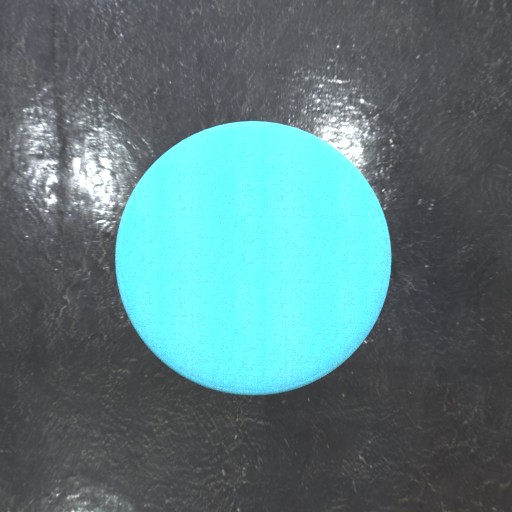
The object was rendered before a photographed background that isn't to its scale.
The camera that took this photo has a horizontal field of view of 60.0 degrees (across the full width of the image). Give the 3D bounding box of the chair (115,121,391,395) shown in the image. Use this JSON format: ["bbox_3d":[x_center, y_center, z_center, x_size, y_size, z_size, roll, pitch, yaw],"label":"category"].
[{"bbox_3d":[0.000,0.000,0.673,0.350,0.440,0.350,0,92,1],"label":"chair"}]
